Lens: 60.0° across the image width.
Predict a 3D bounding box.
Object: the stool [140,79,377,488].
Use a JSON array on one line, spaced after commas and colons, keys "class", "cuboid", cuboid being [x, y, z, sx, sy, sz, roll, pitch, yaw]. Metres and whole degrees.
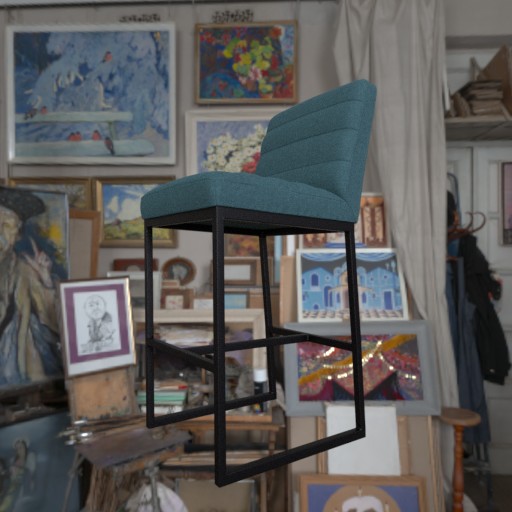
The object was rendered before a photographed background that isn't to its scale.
[{"class": "stool", "cuboid": [0.000, 0.000, 1.317, 0.560, 1.040, 0.460, 0, 0, -35]}]
